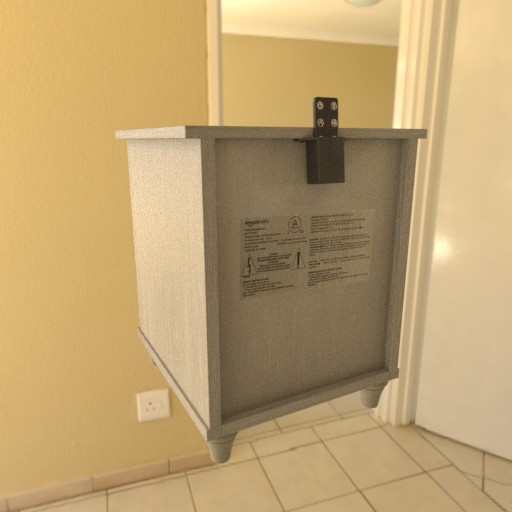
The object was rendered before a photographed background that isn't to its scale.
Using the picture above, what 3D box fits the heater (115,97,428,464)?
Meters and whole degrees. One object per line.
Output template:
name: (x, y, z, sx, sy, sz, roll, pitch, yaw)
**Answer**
heater: (0.000, 0.000, 0.752, 0.362, 0.481, 0.400, -8, 17, -27)
